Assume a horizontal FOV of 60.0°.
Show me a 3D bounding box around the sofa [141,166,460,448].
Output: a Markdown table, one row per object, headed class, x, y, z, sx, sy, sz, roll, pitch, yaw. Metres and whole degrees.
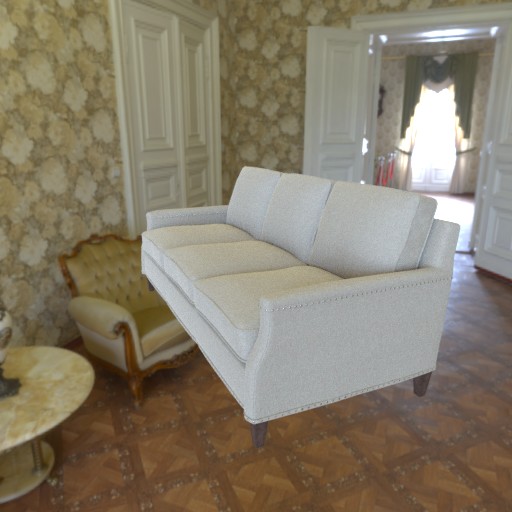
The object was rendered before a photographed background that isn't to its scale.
| class | x | y | z | sx | sy | sz | roll | pitch | yaw |
| --- | --- | --- | --- | --- | --- | --- | --- | --- | --- |
| sofa | 0.000 | 0.000 | 2.832 | 1.084 | 1.003 | 2.246 | -7 | 17 | -24 |
